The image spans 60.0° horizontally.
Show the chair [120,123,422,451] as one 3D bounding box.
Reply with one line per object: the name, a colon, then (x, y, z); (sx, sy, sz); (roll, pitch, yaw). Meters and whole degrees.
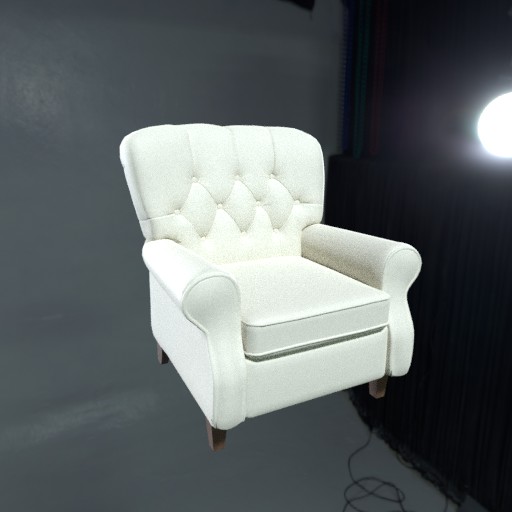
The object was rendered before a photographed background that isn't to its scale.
chair: (0.000, 0.000, 2.006); (1.035, 1.169, 1.132); (-7, 16, -26)
